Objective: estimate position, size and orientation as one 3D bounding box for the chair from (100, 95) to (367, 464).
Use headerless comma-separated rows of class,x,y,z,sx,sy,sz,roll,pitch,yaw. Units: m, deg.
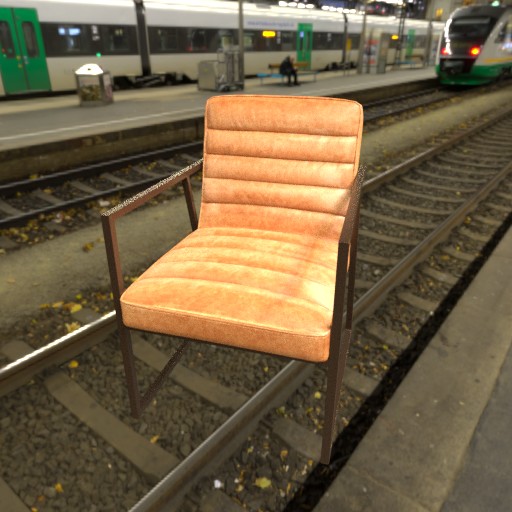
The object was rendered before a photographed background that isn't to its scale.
chair,0.000,0.000,1.294,0.571,0.832,0.677,7,27,15
